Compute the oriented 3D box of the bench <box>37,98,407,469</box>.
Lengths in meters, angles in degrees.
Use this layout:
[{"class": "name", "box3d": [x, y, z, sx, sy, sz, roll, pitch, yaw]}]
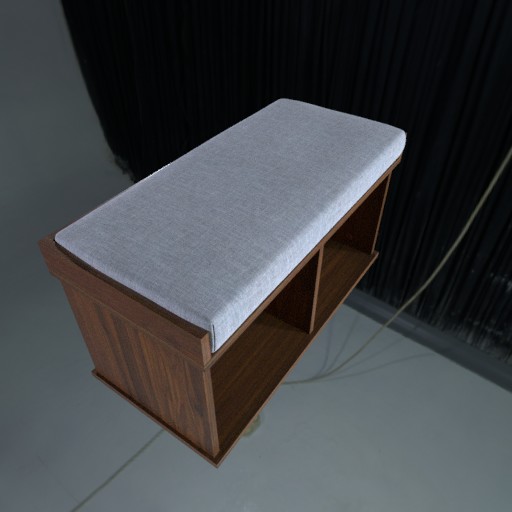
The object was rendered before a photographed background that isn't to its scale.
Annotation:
[{"class": "bench", "box3d": [0.000, 0.000, 1.006, 0.362, 0.461, 0.734, 25, 47, 26]}]
